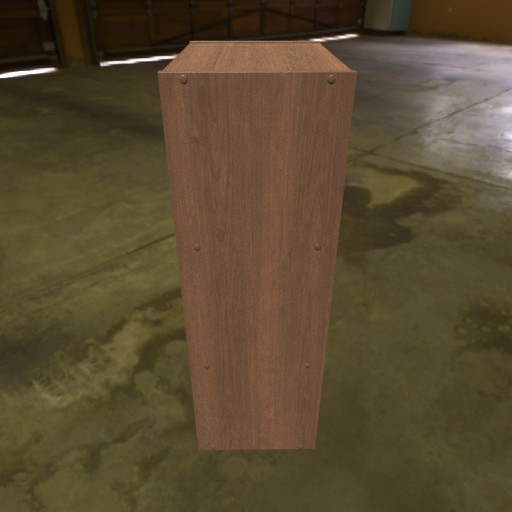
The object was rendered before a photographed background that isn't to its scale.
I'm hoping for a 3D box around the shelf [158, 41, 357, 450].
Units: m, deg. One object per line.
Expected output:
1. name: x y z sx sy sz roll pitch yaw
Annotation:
1. shelf: 0.000 0.000 1.048 0.290 0.879 0.414 0 32 -1
